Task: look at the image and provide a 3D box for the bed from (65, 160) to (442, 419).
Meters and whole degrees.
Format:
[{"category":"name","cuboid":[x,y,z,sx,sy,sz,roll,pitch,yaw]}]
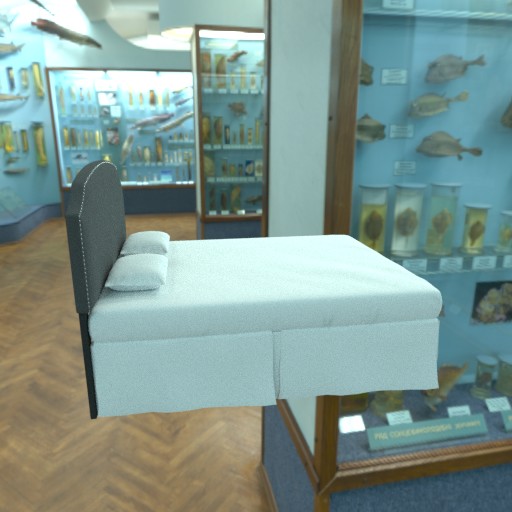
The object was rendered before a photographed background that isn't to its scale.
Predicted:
[{"category":"bed","cuboid":[0.000,0.000,2.979,1.999,1.270,1.558,-3,16,-9]}]
